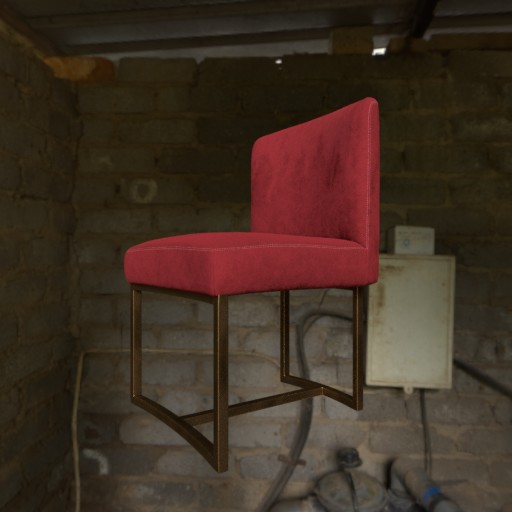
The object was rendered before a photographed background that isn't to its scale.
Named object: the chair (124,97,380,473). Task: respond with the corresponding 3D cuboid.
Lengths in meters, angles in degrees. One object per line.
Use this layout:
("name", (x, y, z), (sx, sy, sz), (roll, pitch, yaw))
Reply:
("chair", (0.000, 0.000, 1.188), (0.560, 0.824, 0.530), (0, 0, -35))
